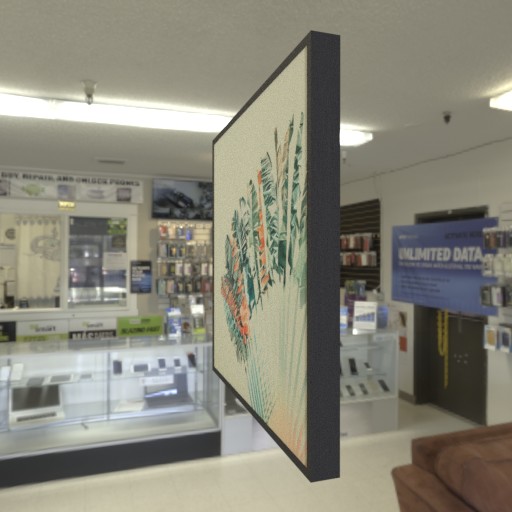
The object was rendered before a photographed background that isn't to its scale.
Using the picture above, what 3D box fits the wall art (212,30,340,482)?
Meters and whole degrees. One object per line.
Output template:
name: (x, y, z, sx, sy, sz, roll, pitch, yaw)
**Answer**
wall art: (0.000, 0.000, 0.744, 0.037, 0.507, 0.509, 0, 0, -18)
